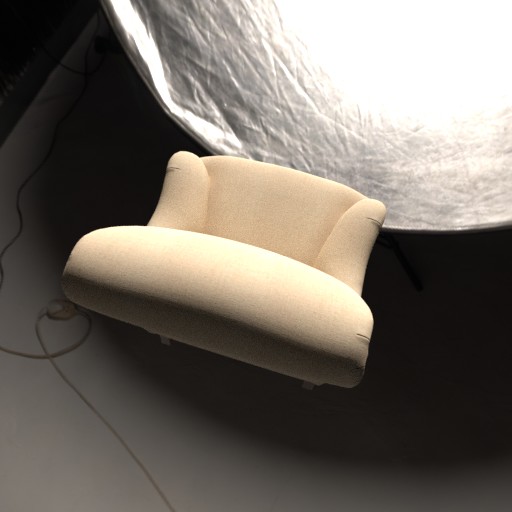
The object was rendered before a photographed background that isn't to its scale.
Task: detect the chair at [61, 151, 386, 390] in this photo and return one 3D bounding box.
[{"bbox_3d":[0.000,0.000,1.528,0.766,0.944,0.842,16,66,7],"label":"chair"}]
